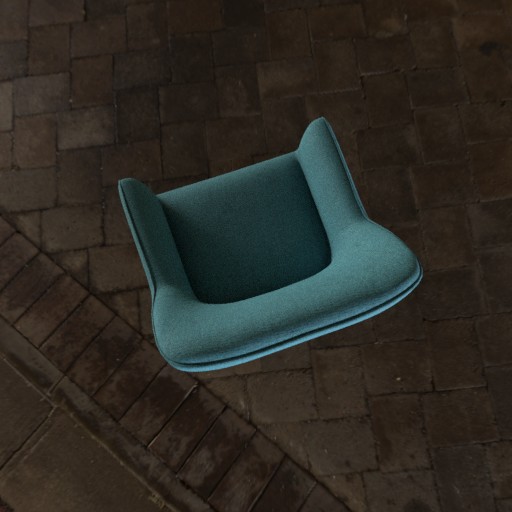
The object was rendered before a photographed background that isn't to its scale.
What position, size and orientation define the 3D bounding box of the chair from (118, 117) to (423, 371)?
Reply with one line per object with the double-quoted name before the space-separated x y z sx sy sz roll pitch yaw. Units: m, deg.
"chair" 0.000 0.000 1.169 0.543 0.803 0.519 -18 76 -5
